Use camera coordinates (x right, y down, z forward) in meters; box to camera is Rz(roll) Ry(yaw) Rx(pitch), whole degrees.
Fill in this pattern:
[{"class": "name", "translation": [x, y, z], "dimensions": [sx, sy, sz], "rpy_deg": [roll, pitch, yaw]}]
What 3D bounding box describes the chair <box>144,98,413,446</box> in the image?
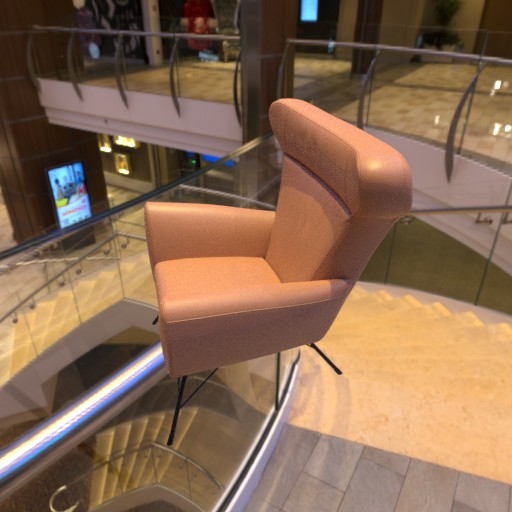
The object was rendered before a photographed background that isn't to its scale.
[{"class": "chair", "translation": [0.000, 0.000, 1.798], "dimensions": [0.900, 1.050, 0.980], "rpy_deg": [-8, 31, -13]}]
